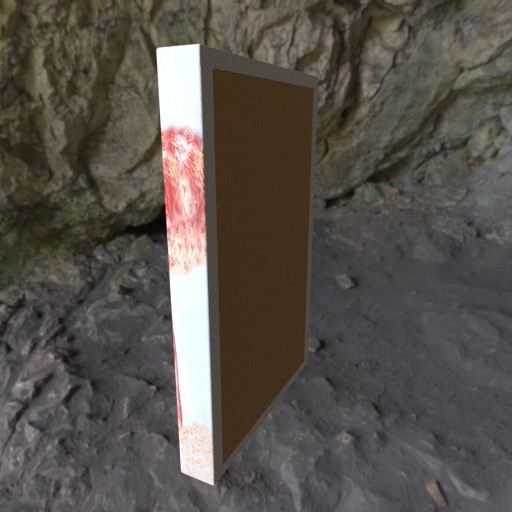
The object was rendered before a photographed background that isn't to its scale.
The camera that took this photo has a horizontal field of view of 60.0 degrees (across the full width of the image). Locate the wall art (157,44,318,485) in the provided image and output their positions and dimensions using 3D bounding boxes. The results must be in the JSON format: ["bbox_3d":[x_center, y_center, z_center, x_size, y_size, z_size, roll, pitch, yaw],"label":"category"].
[{"bbox_3d":[0.000,0.000,0.477,0.039,0.380,0.251,8,18,26],"label":"wall art"}]
